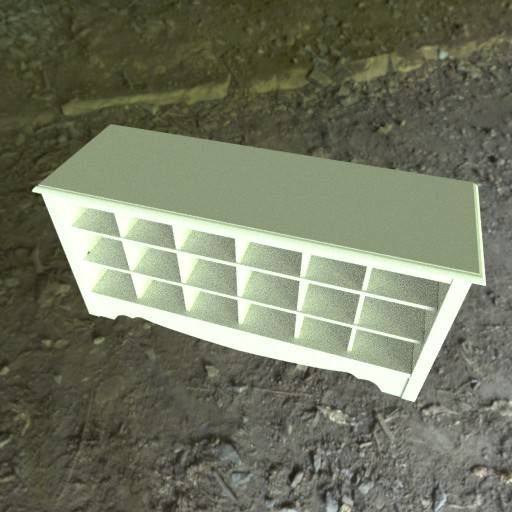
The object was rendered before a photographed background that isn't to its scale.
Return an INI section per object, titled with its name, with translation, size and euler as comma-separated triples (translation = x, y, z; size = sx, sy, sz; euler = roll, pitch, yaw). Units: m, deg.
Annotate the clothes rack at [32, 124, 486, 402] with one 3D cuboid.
[clothes rack]
translation = 0.000, 0.000, 1.455
size = 1.218, 0.558, 0.405
euler = 12, 44, 13
